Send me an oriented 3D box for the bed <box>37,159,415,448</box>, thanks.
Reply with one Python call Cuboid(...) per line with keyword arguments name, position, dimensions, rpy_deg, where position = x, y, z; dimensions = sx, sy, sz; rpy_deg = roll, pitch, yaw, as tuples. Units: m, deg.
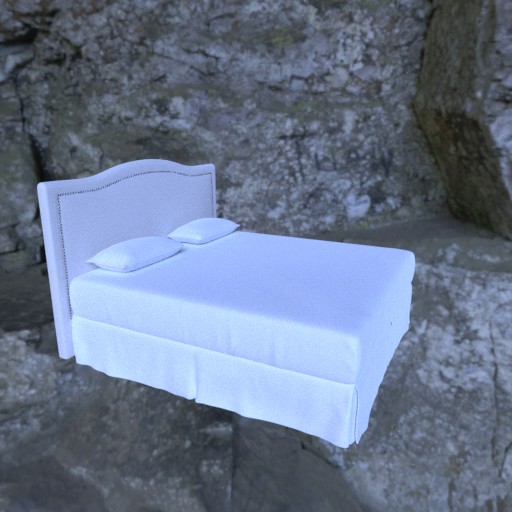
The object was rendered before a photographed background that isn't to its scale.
Cuboid(name="bed", position=(0.000, 0.000, 3.459), dimensions=(2.182, 1.421, 2.083), rpy_deg=(8, 17, 26))
